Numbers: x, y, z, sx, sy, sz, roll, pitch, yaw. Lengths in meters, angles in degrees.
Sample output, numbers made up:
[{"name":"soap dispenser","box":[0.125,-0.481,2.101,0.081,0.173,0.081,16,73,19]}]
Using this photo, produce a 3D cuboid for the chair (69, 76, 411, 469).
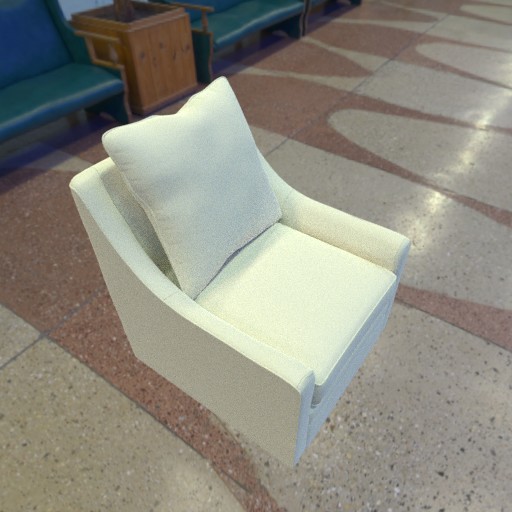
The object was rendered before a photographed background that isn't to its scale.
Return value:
[{"name":"chair","box":[0.000,0.000,1.571,0.876,0.965,0.756,26,48,26]}]
